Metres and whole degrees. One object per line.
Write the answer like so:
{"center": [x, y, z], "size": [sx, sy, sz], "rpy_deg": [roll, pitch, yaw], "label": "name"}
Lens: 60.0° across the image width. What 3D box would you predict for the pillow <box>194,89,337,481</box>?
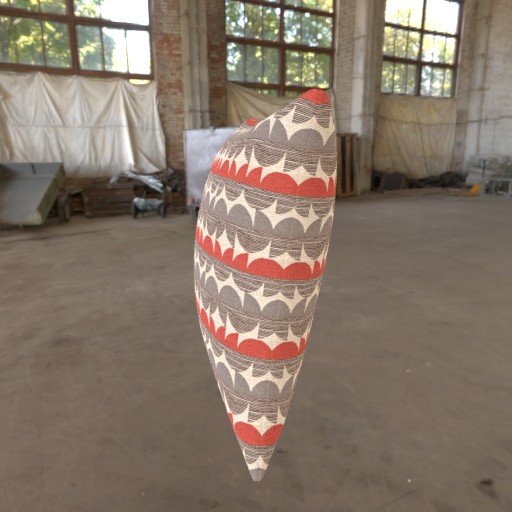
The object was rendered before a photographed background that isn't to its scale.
{"center": [0.000, 0.000, 0.643], "size": [0.180, 0.410, 0.420], "rpy_deg": [-2, 14, -9], "label": "pillow"}
